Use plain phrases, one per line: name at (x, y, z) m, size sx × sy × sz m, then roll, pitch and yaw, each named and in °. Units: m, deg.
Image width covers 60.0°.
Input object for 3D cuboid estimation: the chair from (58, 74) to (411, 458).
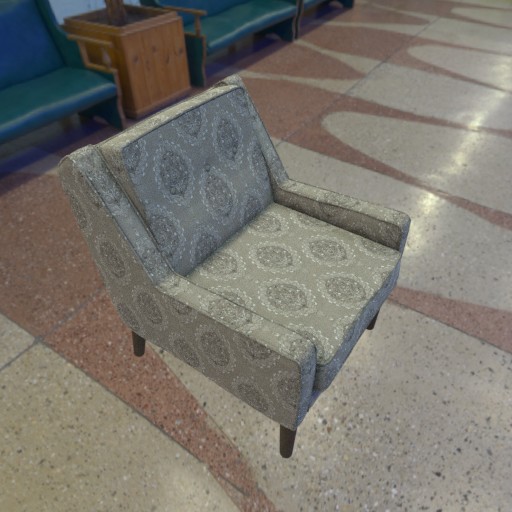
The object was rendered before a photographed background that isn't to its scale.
chair at (0.000, 0.000, 1.333) m, size 0.750 × 0.797 × 0.665 m, roll 25°, pitch 48°, yaw 25°
